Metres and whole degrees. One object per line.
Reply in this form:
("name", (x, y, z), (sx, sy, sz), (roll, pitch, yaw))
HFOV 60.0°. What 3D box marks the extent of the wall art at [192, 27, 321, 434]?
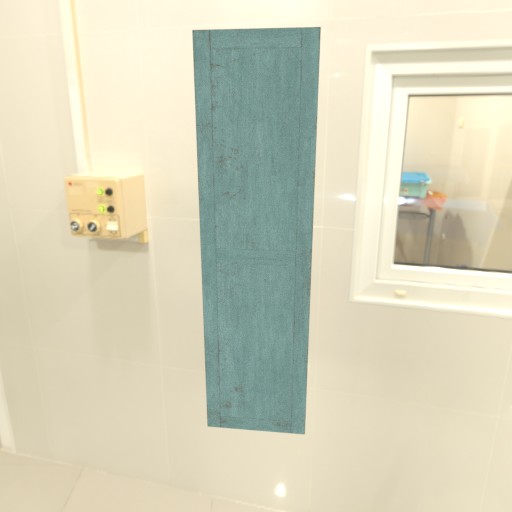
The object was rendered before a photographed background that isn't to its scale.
("wall art", (0.000, 0.000, 1.319), (0.329, 1.219, 0.025), (2, 17, 7))
